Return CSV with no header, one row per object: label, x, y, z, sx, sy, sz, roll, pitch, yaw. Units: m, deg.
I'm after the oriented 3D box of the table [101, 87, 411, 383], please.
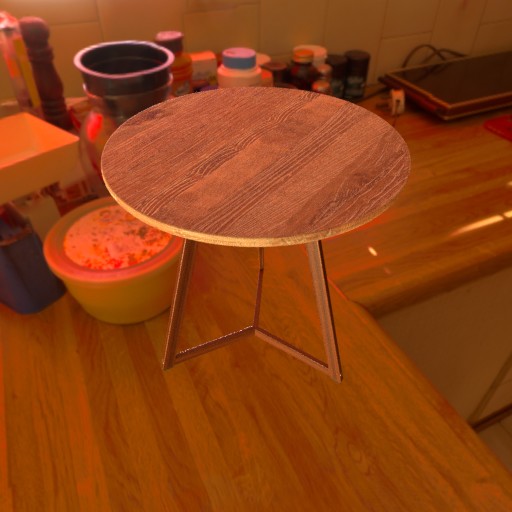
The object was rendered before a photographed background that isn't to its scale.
table,0.000,0.000,0.902,0.500,0.500,0.500,0,42,0
